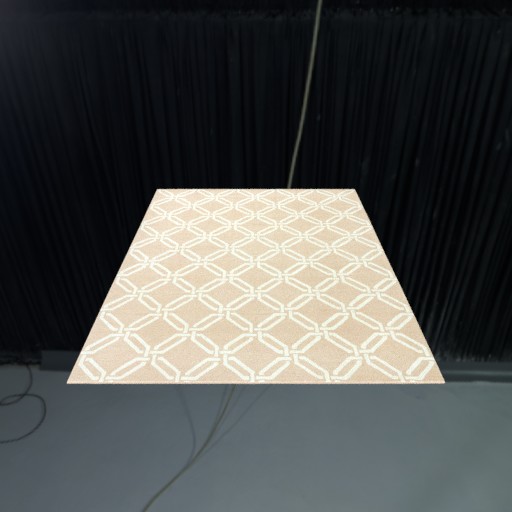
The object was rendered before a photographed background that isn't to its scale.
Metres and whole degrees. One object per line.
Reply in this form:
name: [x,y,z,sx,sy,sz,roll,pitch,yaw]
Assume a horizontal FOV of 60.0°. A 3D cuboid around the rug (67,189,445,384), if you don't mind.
rug: [0.000,0.000,3.899,2.288,0.018,2.895,0,32,0]
